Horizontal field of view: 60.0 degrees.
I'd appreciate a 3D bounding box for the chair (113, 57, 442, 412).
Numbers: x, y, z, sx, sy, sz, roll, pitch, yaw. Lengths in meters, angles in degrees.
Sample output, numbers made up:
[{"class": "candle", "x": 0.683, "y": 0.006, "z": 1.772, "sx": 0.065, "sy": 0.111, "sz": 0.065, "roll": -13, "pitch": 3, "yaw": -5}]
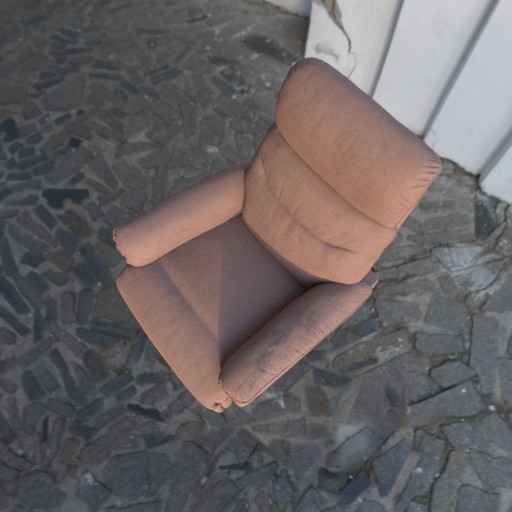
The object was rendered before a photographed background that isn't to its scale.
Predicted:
[{"class": "chair", "x": 0.000, "y": 0.000, "z": 1.710, "sx": 1.004, "sy": 1.037, "sz": 0.820, "roll": -36, "pitch": 70, "yaw": -15}]
